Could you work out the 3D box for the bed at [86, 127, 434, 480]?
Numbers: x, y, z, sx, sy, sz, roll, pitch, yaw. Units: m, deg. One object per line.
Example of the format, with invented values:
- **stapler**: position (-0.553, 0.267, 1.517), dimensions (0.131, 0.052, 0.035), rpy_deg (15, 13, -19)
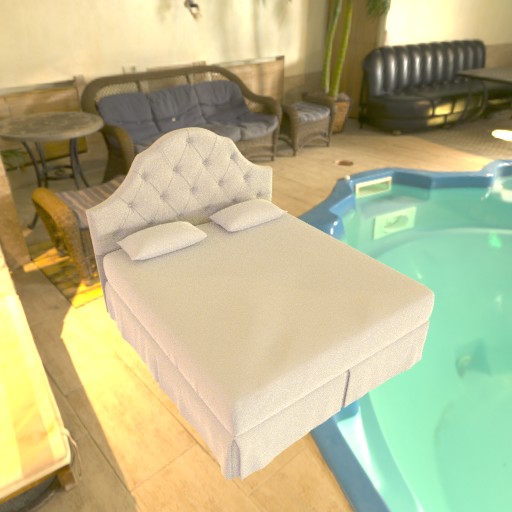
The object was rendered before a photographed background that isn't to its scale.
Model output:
- **bed**: position (0.000, 0.000, 3.600), dimensions (2.008, 1.615, 2.214), rpy_deg (-20, 36, -31)
